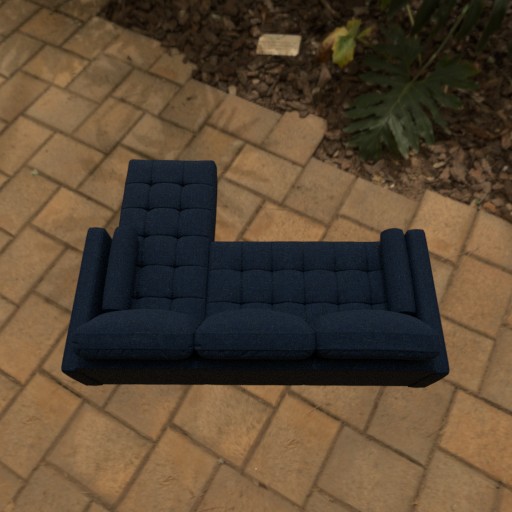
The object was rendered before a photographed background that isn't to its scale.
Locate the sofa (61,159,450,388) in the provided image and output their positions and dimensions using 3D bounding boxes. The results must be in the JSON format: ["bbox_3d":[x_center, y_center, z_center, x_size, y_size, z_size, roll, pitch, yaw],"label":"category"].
[{"bbox_3d":[0.000,0.000,2.939,2.185,0.841,1.613,0,64,0],"label":"sofa"}]
